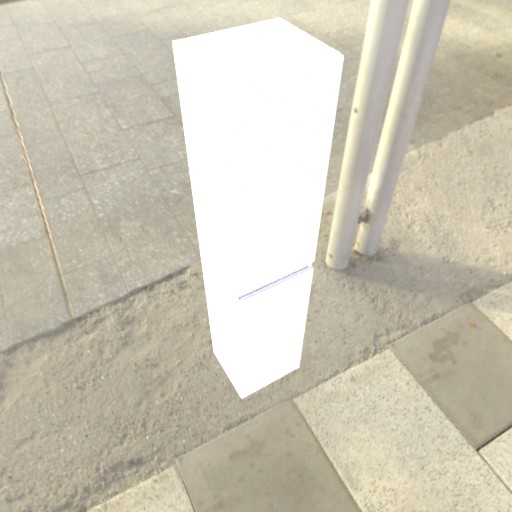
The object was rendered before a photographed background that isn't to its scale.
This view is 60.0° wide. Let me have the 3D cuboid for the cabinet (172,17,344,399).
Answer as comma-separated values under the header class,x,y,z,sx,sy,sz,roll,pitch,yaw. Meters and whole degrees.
class,x,y,z,sx,sy,sz,roll,pitch,yaw
cabinet,0.000,0.000,1.529,0.300,1.400,0.269,-23,51,-20
